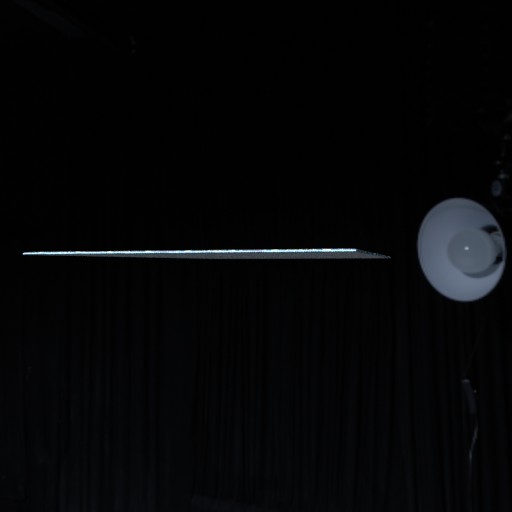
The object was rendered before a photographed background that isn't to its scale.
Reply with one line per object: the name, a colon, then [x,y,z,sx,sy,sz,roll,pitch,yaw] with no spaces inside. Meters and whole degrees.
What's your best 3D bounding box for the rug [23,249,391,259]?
rug: [0.000,0.000,2.884,1.567,0.014,2.207,0,-1,20]
